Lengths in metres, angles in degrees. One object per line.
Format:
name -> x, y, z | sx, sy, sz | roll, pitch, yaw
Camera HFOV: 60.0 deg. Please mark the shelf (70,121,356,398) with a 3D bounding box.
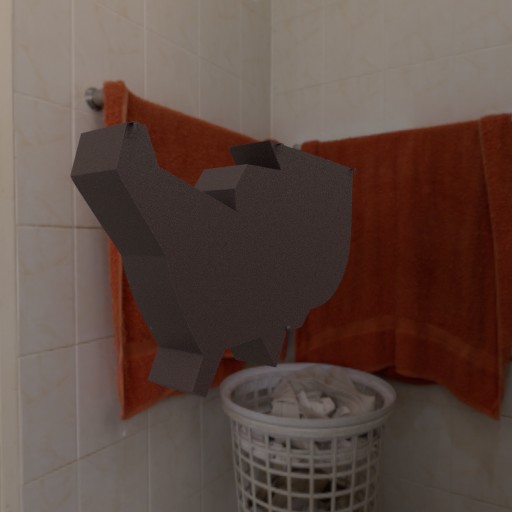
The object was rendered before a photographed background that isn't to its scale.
shelf -> 0.000, 0.000, 0.883 | 0.112, 0.439, 0.729 | 1, 2, 36
